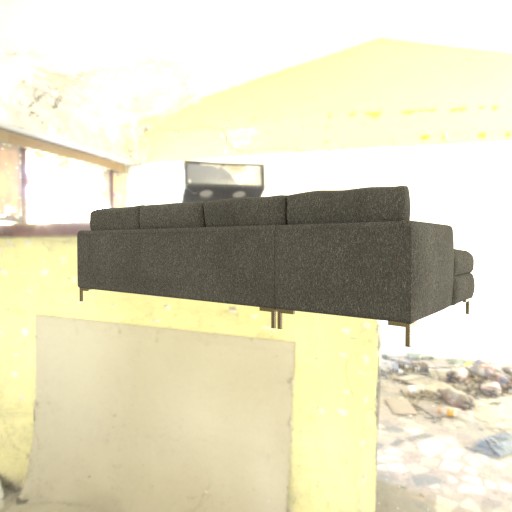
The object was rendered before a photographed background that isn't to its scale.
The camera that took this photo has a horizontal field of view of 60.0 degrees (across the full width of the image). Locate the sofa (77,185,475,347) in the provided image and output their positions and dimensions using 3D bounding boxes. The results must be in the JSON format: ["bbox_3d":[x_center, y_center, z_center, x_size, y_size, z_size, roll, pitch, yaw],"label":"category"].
[{"bbox_3d":[0.000,0.000,3.506,2.932,0.810,1.350,1,2,37],"label":"sofa"}]
